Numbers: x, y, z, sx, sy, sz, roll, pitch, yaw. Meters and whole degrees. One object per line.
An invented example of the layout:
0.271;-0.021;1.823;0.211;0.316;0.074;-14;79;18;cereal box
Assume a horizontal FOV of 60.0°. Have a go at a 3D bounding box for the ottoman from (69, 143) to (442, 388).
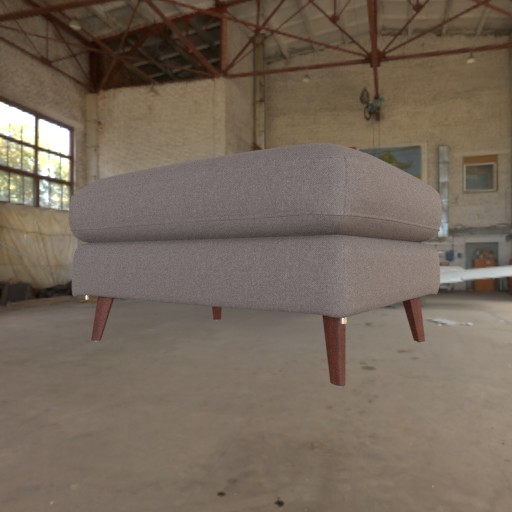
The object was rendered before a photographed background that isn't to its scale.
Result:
0.000;0.000;1.151;0.811;0.449;0.608;0;0;36;ottoman
